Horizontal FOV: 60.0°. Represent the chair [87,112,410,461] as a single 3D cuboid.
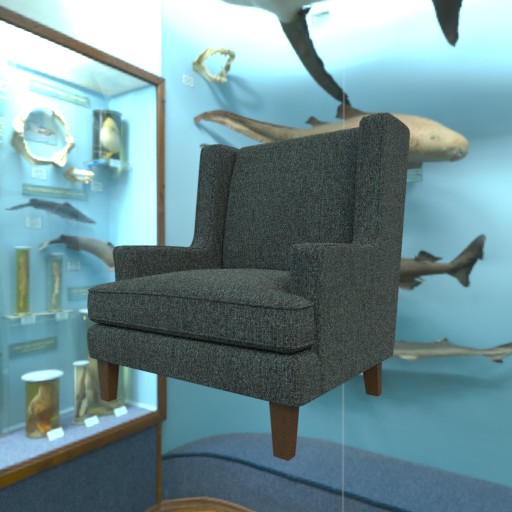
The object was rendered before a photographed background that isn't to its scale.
[{"bbox_3d":[0.000,0.000,1.761,0.942,1.082,0.927,0,1,36],"label":"chair"}]
